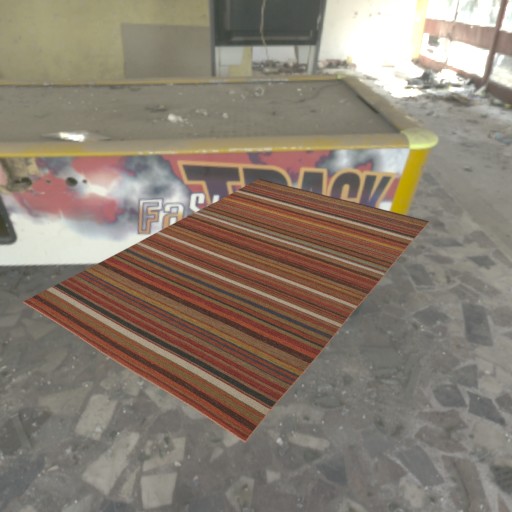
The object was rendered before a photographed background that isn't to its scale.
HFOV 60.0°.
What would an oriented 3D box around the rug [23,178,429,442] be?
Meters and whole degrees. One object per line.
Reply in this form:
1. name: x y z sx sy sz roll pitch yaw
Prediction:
1. rug: 0.000 0.000 2.280 1.217 0.007 1.828 20 36 30
